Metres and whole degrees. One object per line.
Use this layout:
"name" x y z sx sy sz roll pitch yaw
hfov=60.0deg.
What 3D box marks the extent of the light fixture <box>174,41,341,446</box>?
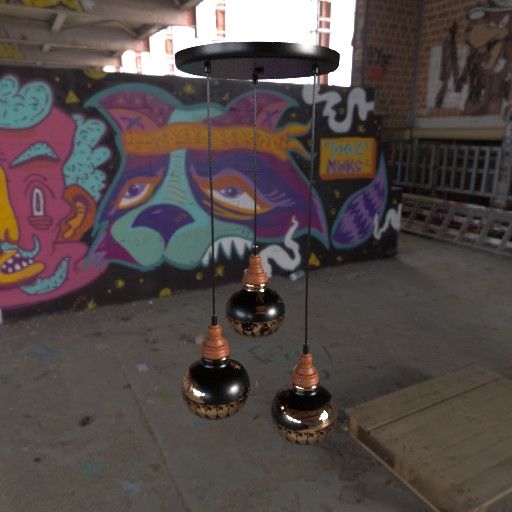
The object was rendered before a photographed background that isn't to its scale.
"light fixture" 0.000 0.000 1.715 0.608 1.410 0.605 -2 15 -8
